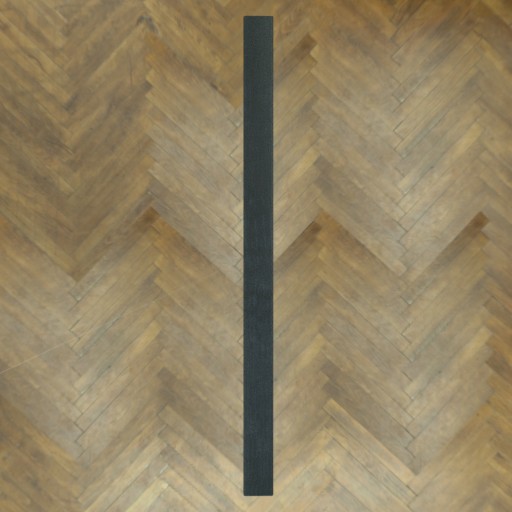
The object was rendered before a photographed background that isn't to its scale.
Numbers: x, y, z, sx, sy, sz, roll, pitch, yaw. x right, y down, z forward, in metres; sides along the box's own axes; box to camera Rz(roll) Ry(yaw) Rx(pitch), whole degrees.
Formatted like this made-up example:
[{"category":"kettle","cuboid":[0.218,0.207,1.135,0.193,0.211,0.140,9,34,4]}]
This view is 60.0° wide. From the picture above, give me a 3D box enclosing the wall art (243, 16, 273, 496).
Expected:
[{"category":"wall art","cuboid":[0.000,0.000,0.764,0.038,0.409,0.610,0,90,-1]}]
